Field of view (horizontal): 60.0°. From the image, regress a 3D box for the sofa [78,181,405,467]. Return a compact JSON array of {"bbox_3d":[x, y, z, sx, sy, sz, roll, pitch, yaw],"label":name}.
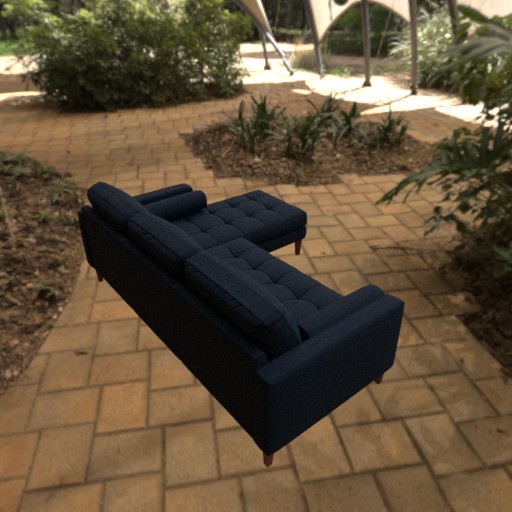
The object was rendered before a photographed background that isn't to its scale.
[{"bbox_3d":[0.000,0.000,3.001,1.613,0.841,2.185,-22,37,-33],"label":"sofa"}]
